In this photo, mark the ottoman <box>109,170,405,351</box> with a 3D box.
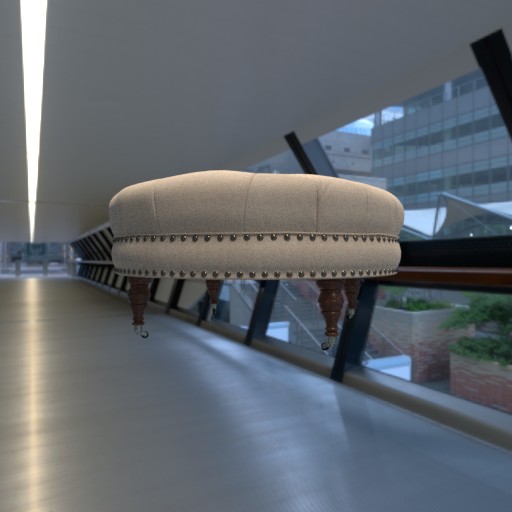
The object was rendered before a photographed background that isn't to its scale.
[{"bbox_3d":[0.000,0.000,1.480,0.940,0.483,0.940,0,0,0],"label":"ottoman"}]
